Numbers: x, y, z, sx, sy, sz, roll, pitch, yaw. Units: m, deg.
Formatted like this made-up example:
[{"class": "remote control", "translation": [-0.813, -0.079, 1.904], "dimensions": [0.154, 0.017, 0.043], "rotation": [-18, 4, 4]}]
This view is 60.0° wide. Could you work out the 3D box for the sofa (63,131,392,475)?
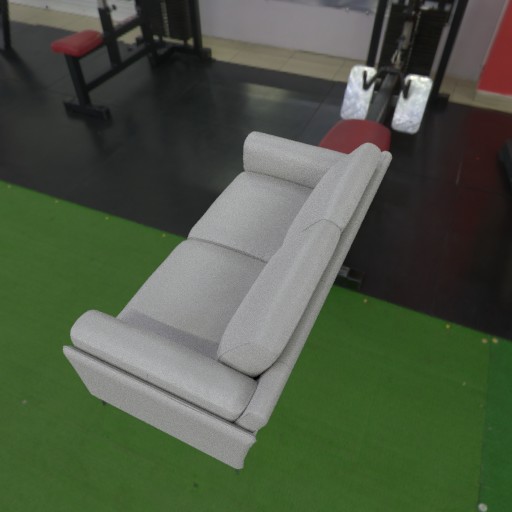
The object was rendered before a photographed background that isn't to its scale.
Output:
[{"class": "sofa", "translation": [0.000, 0.000, 2.650], "dimensions": [1.049, 0.930, 2.101], "rotation": [19, 49, 17]}]
